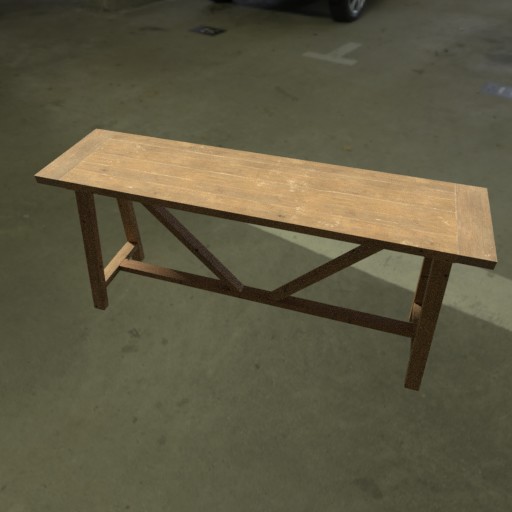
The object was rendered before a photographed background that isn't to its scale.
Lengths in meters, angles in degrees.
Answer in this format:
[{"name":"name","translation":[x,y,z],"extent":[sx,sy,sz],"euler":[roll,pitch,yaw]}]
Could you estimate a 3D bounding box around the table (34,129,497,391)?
[{"name":"table","translation":[0.000,0.000,2.084],"extent":[1.800,0.810,0.465],"euler":[12,42,13]}]
